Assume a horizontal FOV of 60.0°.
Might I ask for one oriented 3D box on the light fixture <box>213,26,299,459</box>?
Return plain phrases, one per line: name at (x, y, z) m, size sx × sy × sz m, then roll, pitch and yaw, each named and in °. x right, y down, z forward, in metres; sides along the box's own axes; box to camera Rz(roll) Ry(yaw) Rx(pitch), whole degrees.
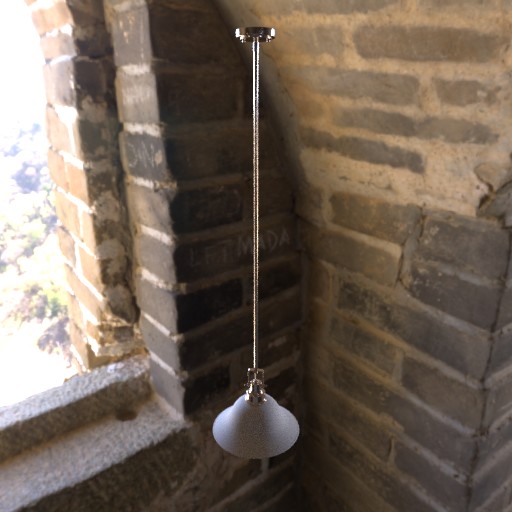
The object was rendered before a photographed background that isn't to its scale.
light fixture at (0.000, 0.000, 1.471) m, size 0.324 × 1.354 × 0.324 m, roll 2°, pitch 17°, yaw 7°
